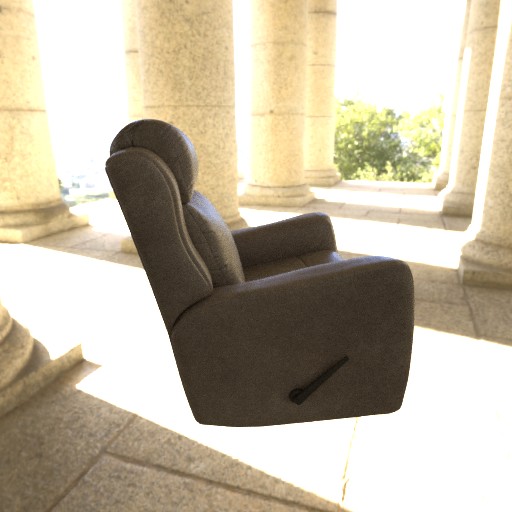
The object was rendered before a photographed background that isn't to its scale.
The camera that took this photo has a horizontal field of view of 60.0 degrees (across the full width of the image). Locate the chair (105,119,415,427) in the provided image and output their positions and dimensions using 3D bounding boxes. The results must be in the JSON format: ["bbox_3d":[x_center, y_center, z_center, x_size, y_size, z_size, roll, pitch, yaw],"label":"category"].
[{"bbox_3d":[0.000,0.000,1.903,1.068,1.116,0.967,-3,17,-9],"label":"chair"}]
